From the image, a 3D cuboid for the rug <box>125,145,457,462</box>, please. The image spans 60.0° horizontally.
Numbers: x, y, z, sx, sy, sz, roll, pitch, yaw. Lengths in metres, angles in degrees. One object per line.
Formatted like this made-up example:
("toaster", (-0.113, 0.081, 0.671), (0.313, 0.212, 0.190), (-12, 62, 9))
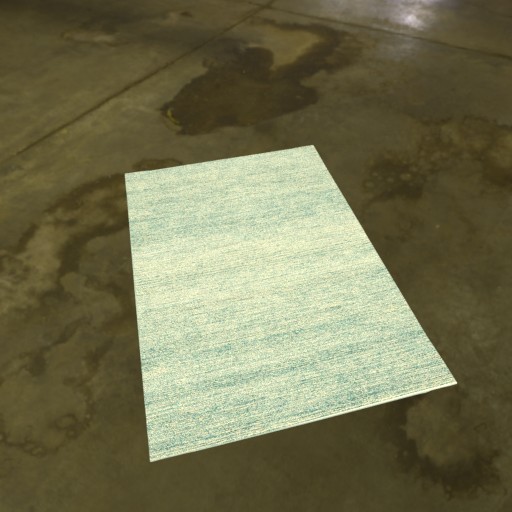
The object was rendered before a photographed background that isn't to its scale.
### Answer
("rug", (0.000, 0.000, 2.959), (1.613, 0.030, 2.306), (-10, 48, -10))
